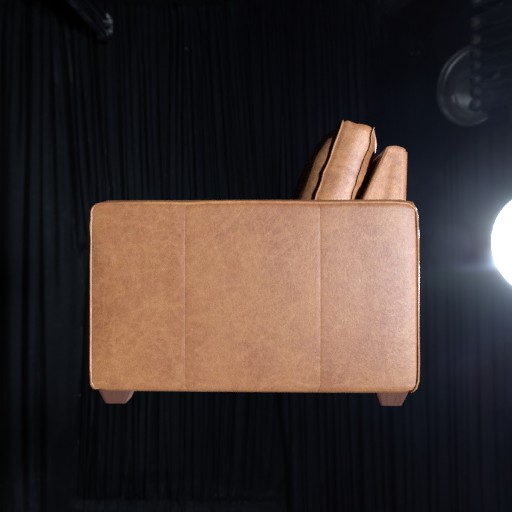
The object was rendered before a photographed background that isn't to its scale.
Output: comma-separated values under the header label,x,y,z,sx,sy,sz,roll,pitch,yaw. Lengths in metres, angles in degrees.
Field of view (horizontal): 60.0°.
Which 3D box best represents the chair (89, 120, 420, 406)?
label,x,y,z,sx,sy,sz,roll,pitch,yaw
chair,0.000,0.000,1.758,1.027,0.901,0.987,0,0,-1
